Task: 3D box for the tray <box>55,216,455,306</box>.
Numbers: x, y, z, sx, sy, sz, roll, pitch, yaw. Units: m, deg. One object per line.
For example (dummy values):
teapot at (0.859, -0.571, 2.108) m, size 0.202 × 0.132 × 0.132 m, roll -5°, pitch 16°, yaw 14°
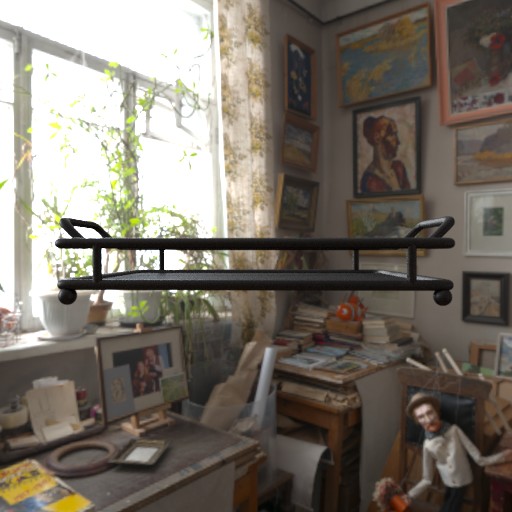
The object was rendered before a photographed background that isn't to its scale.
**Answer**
tray at (0.000, 0.000, 0.604) m, size 0.495 × 0.101 × 0.297 m, roll 0°, pitch 0°, yaw 1°
